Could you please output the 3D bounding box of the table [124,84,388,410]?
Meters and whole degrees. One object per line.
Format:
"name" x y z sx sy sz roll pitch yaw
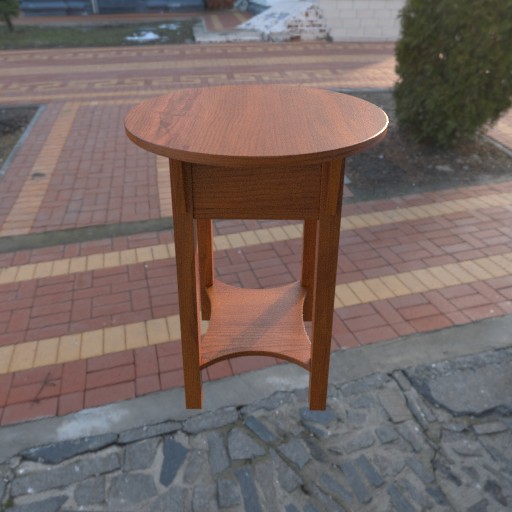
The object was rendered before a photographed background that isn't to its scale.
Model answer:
"table" 0.000 0.000 0.953 0.457 0.610 0.457 0 33 0
